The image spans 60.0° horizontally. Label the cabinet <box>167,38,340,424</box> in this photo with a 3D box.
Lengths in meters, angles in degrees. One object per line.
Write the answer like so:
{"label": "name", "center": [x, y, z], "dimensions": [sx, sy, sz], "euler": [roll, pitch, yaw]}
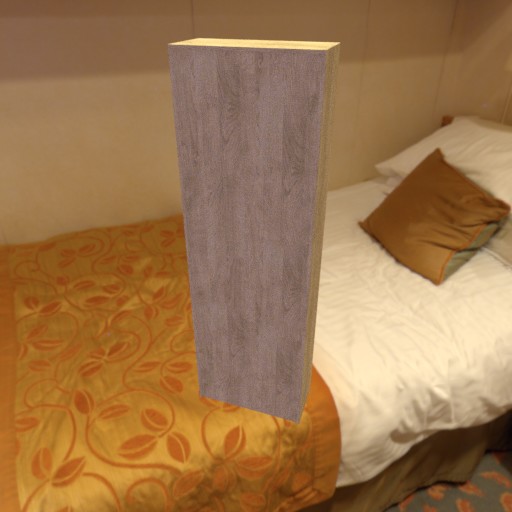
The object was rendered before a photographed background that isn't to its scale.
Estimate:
{"label": "cabinet", "center": [0.000, 0.000, 1.875], "dimensions": [0.520, 1.630, 0.250], "euler": [10, 32, 16]}
